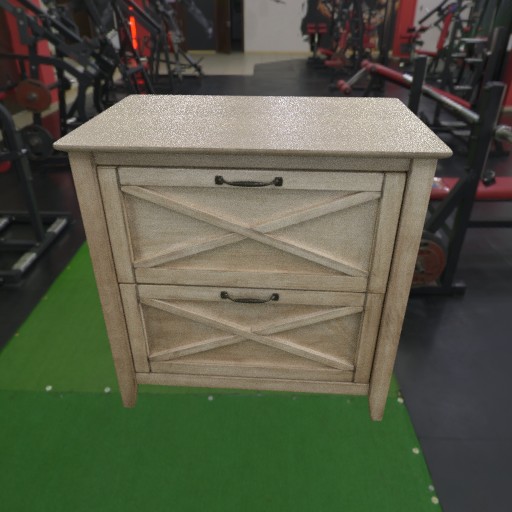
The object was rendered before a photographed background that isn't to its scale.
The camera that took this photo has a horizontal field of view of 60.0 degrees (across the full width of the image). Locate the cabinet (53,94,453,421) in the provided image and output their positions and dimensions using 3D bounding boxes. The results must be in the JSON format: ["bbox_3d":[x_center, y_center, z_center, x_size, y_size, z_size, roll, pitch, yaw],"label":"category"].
[{"bbox_3d":[0.000,0.000,1.240,0.763,0.762,0.503,2,31,3],"label":"cabinet"}]
